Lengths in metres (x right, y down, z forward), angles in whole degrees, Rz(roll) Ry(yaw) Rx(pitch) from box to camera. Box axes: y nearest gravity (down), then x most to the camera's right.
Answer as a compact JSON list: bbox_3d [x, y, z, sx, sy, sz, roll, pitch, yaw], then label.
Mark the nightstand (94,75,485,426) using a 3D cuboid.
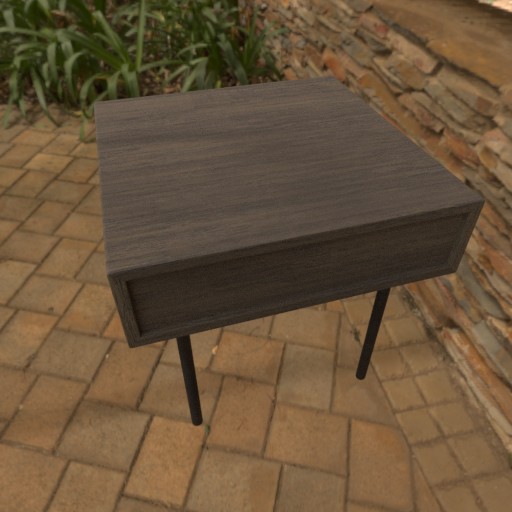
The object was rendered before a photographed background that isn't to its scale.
[{"bbox_3d":[0.000,0.000,0.891,0.502,0.497,0.503,-11,43,-13],"label":"nightstand"}]
